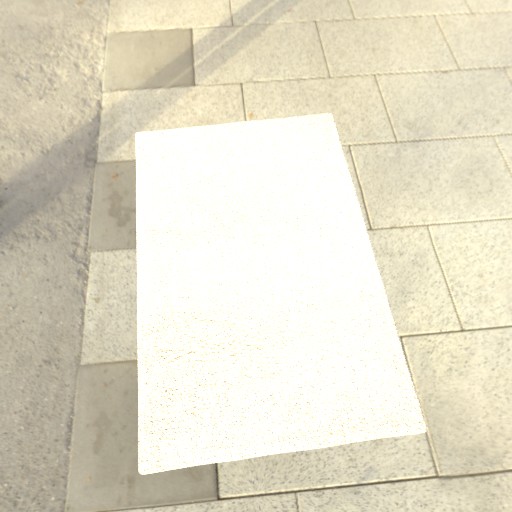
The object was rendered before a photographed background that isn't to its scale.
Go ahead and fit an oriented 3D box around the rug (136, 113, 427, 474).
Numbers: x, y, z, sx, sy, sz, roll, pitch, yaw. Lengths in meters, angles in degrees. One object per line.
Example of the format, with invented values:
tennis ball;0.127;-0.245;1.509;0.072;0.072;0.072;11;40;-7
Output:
rug;0.000;0.000;3.335;1.778;0.030;2.743;-7;62;-4
